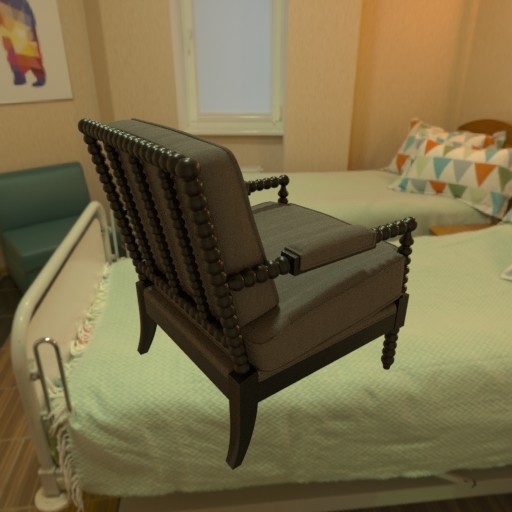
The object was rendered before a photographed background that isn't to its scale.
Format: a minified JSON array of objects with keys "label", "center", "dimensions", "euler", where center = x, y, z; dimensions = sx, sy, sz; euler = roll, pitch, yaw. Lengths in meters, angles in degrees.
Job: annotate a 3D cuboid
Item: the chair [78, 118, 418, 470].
[{"label":"chair","center":[0.000,0.000,1.096],"dimensions":[0.622,0.661,0.540],"euler":[-18,31,-32]}]
